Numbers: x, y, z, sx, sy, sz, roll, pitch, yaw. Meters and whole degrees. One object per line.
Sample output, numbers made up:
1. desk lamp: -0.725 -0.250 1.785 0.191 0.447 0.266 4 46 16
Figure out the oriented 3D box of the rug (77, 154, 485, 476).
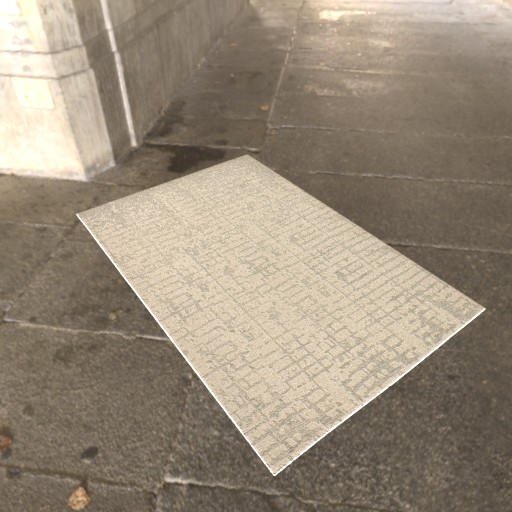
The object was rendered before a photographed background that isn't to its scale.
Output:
1. rug: 0.000 0.000 2.259 1.211 0.007 1.827 -26 47 -27
